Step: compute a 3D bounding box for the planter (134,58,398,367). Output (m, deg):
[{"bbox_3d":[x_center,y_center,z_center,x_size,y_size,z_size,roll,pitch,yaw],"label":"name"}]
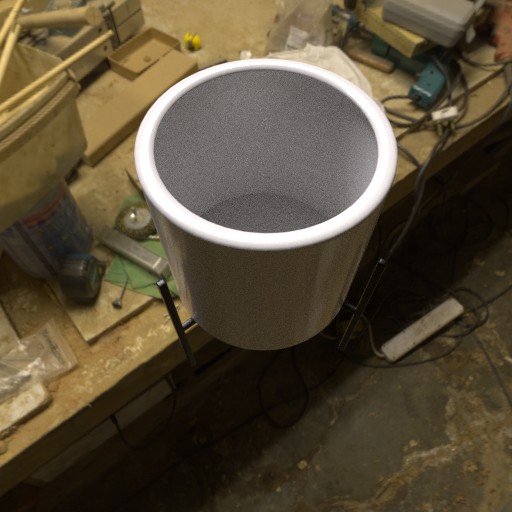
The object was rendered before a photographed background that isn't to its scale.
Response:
[{"bbox_3d":[0.000,0.000,0.516,0.239,0.356,0.239,-34,64,-18],"label":"planter"}]
